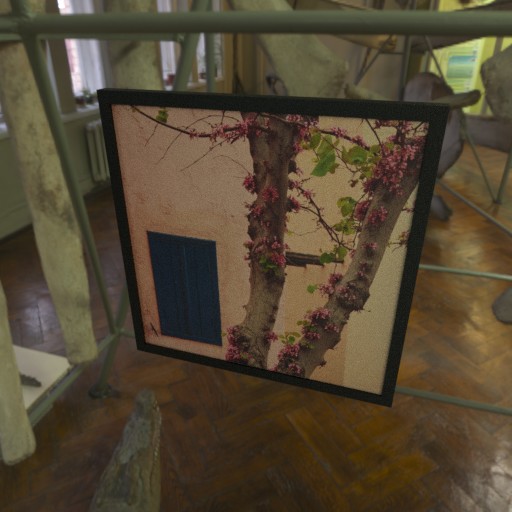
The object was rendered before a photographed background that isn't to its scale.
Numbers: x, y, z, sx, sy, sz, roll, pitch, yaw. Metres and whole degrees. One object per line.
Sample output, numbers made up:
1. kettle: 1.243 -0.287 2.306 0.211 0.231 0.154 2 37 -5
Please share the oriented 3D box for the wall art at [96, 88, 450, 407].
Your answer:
1. wall art: 0.000 0.000 1.111 0.762 0.762 0.038 8 29 16
